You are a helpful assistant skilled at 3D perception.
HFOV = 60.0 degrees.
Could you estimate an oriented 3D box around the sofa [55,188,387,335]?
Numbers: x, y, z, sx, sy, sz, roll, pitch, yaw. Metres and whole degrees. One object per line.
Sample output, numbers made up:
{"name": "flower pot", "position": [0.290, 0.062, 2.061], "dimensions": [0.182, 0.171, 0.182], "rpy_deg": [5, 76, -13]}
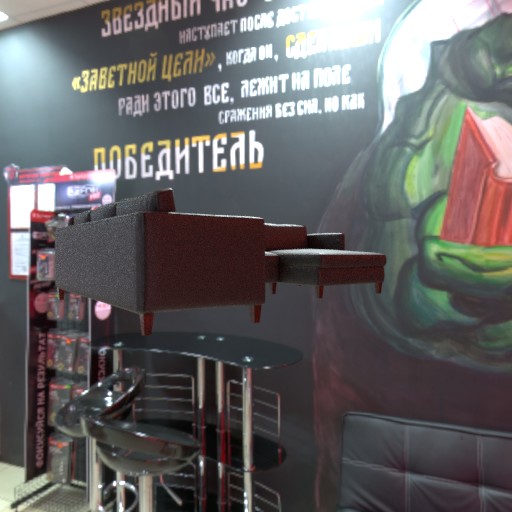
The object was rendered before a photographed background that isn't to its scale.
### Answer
{"name": "sofa", "position": [0.000, 0.000, 4.640], "dimensions": [3.460, 0.923, 2.593], "rpy_deg": [0, 1, -35]}
